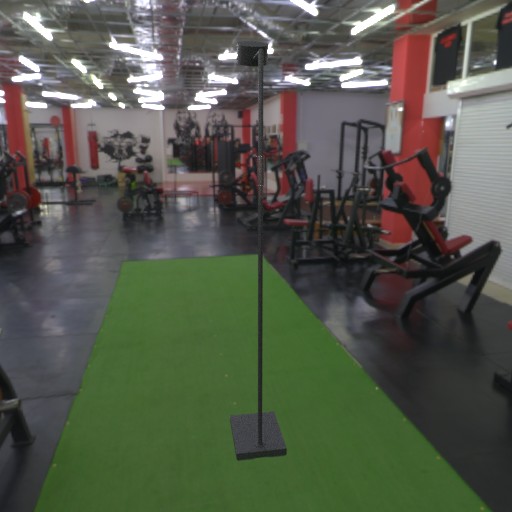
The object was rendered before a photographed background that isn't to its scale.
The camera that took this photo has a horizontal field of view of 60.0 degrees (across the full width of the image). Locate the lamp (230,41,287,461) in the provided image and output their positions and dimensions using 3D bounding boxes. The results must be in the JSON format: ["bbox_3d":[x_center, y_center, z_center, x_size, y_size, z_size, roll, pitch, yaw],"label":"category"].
[{"bbox_3d":[0.000,0.000,1.730,0.203,1.600,0.304,-2,14,-9],"label":"lamp"}]
